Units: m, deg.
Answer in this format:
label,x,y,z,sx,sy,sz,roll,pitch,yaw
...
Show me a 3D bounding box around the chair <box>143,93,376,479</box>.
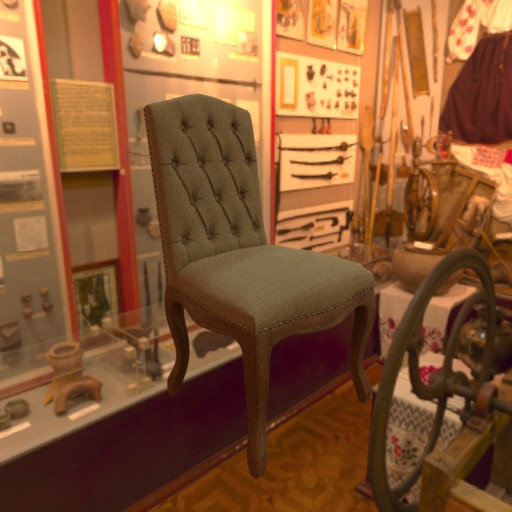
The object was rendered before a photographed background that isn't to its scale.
label,x,y,z,sx,sy,sz,roll,pitch,yaw
chair,0.000,0.000,1.660,0.637,1.191,0.731,-13,20,-42
